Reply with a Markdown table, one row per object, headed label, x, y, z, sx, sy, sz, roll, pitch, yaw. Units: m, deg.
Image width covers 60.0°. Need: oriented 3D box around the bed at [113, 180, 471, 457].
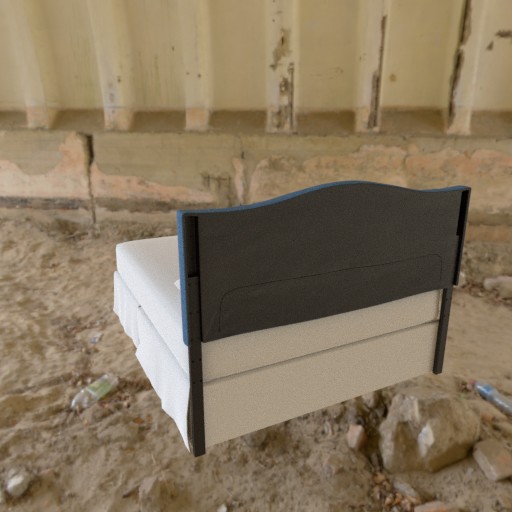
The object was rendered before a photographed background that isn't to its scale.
| label | x | y | z | sx | sy | sz | roll | pitch | yaw |
| --- | --- | --- | --- | --- | --- | --- | --- | --- | --- |
| bed | 0.000 | 0.000 | 2.909 | 1.610 | 1.169 | 1.872 | -8 | 18 | -26 |
